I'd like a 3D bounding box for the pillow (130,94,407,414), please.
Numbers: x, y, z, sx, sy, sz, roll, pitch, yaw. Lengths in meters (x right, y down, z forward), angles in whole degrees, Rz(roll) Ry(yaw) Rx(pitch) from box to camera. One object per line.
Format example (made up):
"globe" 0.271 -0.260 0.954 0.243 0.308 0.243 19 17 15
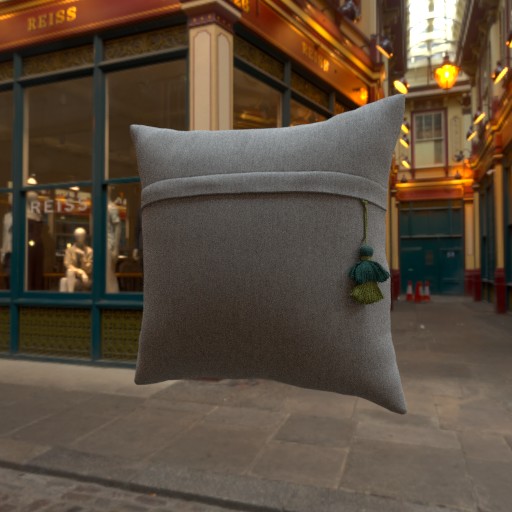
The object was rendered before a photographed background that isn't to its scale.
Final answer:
"pillow" 0.000 0.000 0.674 0.433 0.436 0.173 0 -1 18
